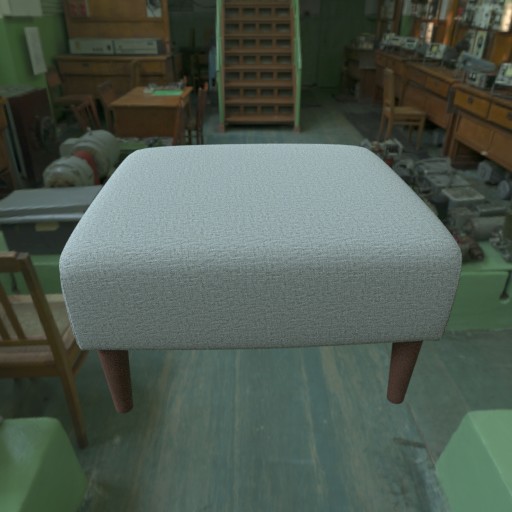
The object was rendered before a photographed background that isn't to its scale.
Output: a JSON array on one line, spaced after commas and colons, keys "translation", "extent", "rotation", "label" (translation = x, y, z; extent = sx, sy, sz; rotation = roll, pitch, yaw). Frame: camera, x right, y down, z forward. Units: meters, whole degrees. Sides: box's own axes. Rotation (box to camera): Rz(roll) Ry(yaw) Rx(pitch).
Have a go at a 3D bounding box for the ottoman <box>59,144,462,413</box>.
[{"translation": [0.000, 0.000, 1.033], "extent": [0.650, 0.398, 0.649], "rotation": [-1, 29, -2], "label": "ottoman"}]
